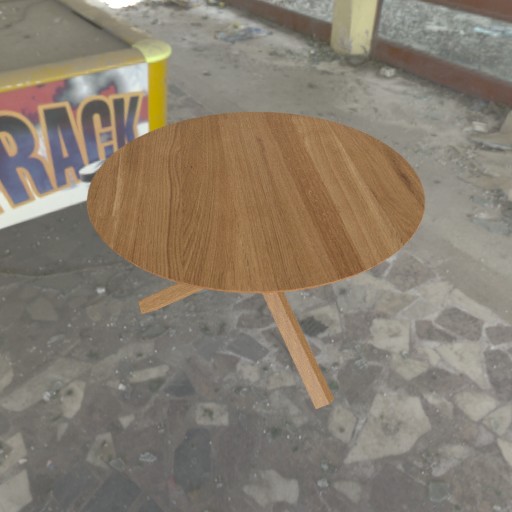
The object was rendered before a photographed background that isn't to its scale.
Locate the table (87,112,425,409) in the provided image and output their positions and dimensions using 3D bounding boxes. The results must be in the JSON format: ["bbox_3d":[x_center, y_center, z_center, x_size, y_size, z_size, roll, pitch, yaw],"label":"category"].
[{"bbox_3d":[0.000,0.000,1.630,1.038,0.666,1.038,0,40,0],"label":"table"}]
